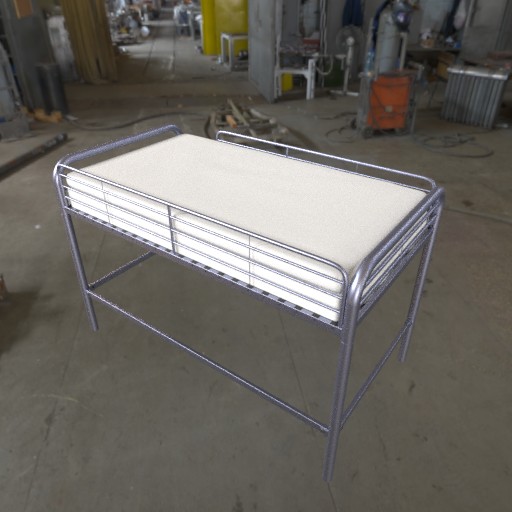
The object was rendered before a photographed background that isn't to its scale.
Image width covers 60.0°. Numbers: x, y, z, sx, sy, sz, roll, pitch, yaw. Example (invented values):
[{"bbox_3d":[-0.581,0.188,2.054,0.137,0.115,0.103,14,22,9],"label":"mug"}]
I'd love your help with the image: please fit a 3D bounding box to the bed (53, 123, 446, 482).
[{"bbox_3d":[0.000,0.000,2.878,1.965,1.288,1.415,21,38,30],"label":"bed"}]
